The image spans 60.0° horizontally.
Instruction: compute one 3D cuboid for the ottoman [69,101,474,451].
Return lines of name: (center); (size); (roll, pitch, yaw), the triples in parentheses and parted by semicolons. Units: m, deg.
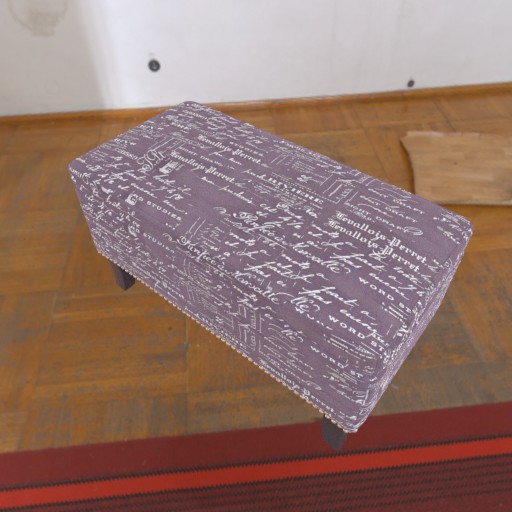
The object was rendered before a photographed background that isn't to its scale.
ottoman: (0.000, 0.000, 1.080); (0.813, 0.457, 0.406); (30, 54, 26)
